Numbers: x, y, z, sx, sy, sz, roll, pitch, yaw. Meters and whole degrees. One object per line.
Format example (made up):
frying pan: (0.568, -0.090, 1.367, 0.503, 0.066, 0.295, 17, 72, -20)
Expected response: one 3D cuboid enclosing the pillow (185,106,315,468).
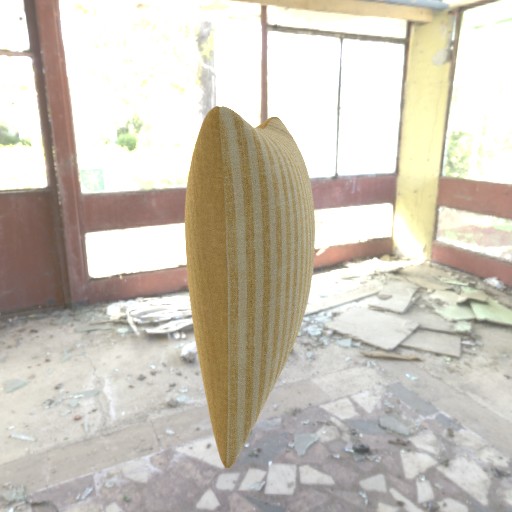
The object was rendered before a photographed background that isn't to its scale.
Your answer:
pillow: (0.000, 0.000, 0.660, 0.173, 0.407, 0.419, 3, 16, 9)
